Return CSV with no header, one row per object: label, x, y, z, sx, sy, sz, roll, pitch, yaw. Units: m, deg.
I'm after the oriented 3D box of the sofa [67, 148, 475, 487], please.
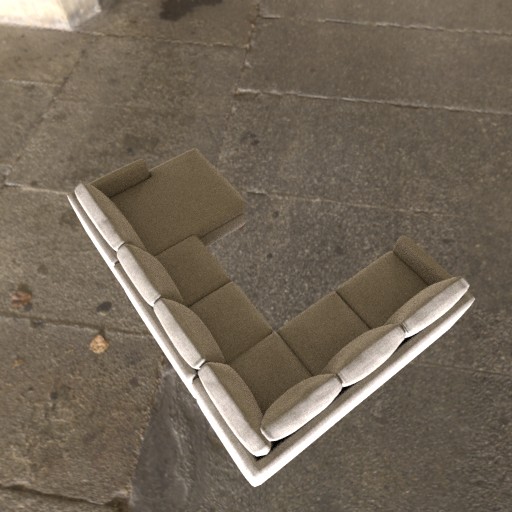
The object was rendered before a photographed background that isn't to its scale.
sofa,0.000,0.000,4.637,2.593,0.959,3.460,-32,63,-18
